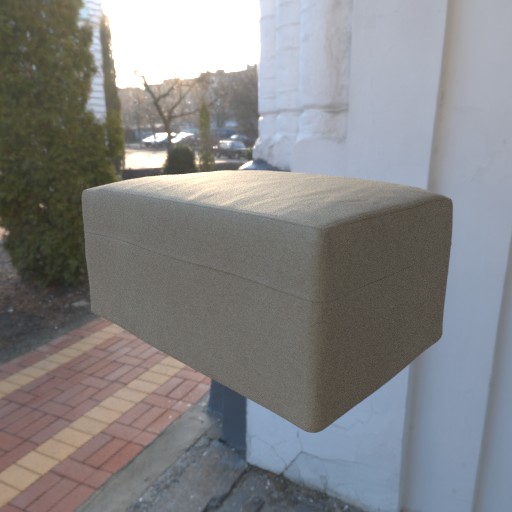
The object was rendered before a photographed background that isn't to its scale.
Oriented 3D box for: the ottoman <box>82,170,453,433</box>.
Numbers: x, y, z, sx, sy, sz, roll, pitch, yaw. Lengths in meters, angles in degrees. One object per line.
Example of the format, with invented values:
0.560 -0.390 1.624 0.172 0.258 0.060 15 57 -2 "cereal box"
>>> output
0.000 0.000 1.223 0.872 0.444 0.590 14 20 42 "ottoman"
